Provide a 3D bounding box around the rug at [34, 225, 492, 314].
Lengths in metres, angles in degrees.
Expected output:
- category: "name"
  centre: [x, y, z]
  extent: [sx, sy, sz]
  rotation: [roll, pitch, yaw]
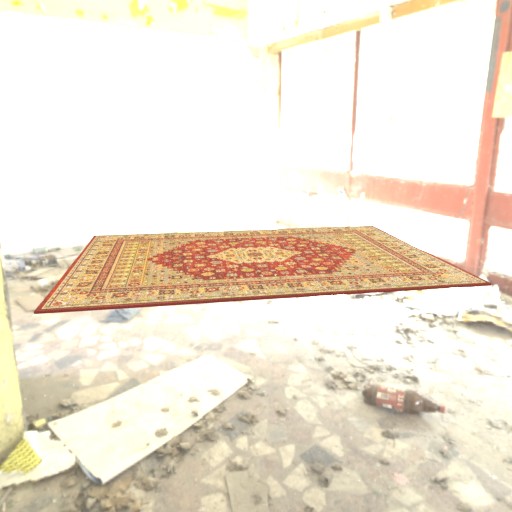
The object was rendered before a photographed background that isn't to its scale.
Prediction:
- category: "rug"
  centre: [0.000, 0.000, 2.279]
  extent: [1.802, 0.013, 1.194]
  rotation: [-3, 16, -9]
